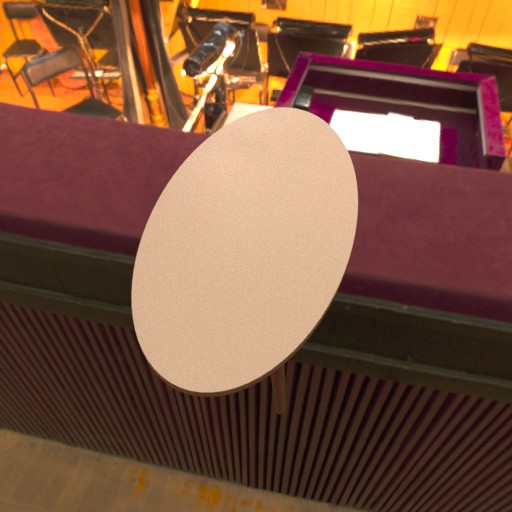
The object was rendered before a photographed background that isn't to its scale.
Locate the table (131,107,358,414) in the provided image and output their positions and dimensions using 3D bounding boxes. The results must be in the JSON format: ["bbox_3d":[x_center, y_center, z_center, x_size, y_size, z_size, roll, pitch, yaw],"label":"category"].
[{"bbox_3d":[0.000,0.000,1.344,0.542,0.390,1.083,10,48,9],"label":"table"}]
